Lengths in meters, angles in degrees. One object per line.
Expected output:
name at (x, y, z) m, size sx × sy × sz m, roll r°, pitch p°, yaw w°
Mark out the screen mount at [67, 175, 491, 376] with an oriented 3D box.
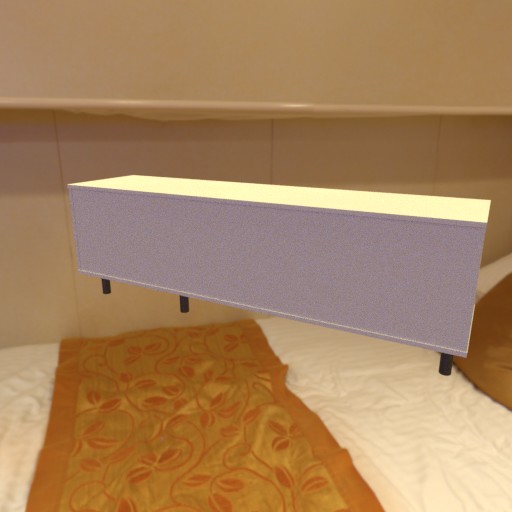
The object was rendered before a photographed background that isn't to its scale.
screen mount at (0.000, 0.000, 1.776) m, size 1.600 × 0.520 × 0.418 m, roll 9°, pitch 19°, yaw 27°
